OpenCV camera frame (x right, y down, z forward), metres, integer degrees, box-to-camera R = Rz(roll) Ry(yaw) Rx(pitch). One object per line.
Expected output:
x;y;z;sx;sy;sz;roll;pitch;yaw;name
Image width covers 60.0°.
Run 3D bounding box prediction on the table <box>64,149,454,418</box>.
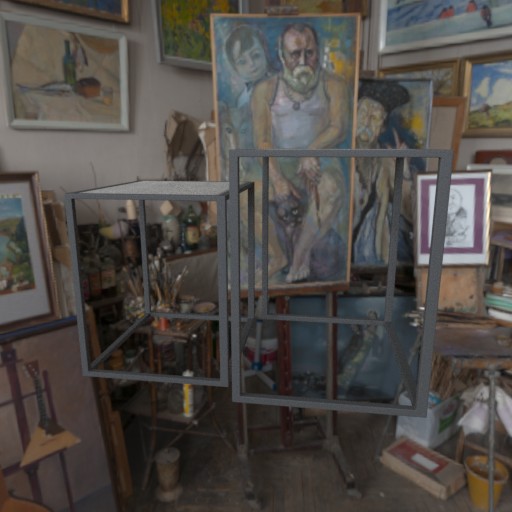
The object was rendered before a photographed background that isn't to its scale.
0.000;0.000;1.153;0.788;0.540;0.508;2;14;8;table
